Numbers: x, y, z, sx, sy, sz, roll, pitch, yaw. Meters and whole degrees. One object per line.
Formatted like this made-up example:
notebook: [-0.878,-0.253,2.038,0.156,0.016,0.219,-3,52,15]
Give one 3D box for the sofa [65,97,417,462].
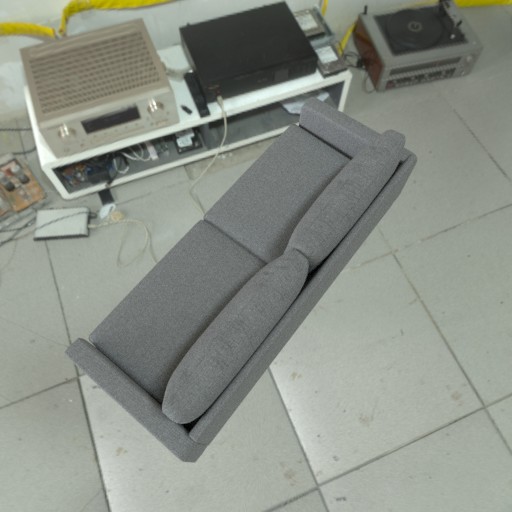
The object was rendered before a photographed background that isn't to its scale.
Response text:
sofa: [0.000,0.000,2.676,0.880,0.880,2.200,35,70,15]
